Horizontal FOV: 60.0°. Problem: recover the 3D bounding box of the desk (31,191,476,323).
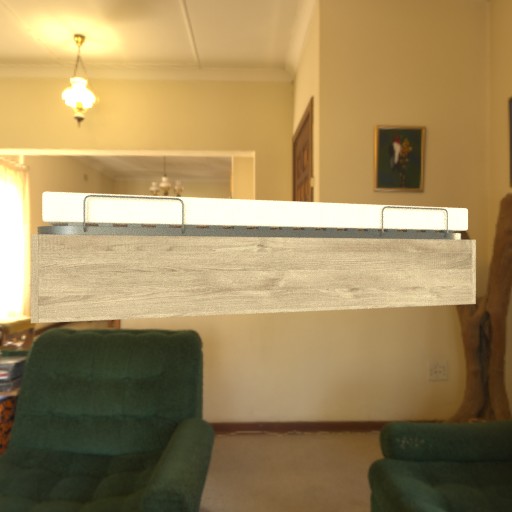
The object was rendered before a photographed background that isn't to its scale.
[{"bbox_3d":[0.000,0.000,2.219,1.900,0.455,0.900,0,0,-18],"label":"desk"}]
